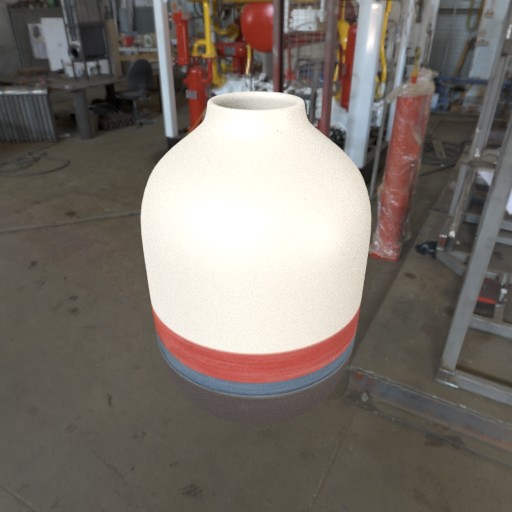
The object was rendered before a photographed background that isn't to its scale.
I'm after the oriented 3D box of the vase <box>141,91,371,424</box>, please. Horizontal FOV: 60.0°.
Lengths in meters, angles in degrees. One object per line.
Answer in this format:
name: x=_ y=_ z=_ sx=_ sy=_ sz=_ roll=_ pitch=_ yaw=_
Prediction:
vase: x=0.000 y=0.000 z=0.350 sx=0.169 sy=0.237 sz=0.169 roll=0 pitch=30 yaw=0
